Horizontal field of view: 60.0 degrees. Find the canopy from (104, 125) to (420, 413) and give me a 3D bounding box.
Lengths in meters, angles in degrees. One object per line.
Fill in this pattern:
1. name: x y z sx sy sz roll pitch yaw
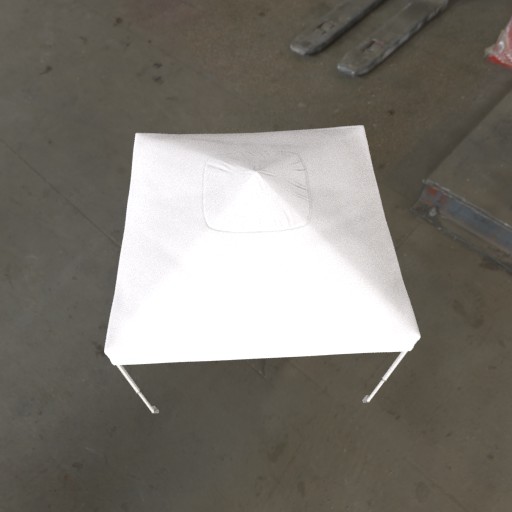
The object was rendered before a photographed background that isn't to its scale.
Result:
1. canopy: 0.000 0.000 5.576 2.998 2.997 2.996 -2 57 -2
